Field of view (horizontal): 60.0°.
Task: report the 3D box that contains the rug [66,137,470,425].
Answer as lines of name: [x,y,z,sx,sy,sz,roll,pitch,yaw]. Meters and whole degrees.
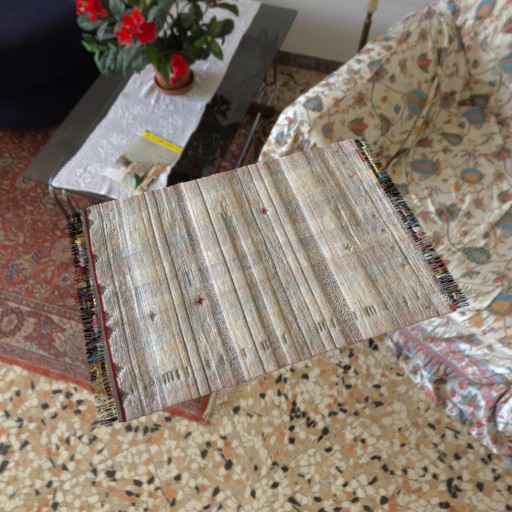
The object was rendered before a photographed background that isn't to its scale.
rug: [0.000,0.000,2.322,1.848,0.012,1.217,-16,61,-9]
